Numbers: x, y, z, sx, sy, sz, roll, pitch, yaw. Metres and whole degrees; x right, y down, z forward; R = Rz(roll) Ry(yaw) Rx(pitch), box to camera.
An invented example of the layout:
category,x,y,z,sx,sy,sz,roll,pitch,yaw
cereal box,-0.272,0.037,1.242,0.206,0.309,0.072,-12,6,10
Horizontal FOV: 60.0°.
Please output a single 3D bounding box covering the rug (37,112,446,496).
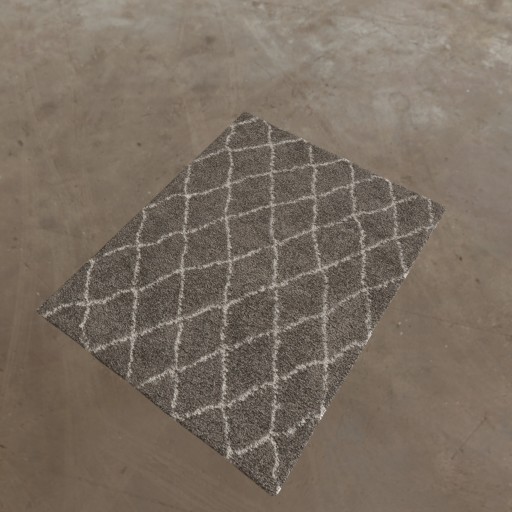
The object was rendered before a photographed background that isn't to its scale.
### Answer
category,x,y,z,sx,sy,sz,roll,pitch,yaw
rug,0.000,0.000,4.048,2.438,0.029,3.047,31,63,18
